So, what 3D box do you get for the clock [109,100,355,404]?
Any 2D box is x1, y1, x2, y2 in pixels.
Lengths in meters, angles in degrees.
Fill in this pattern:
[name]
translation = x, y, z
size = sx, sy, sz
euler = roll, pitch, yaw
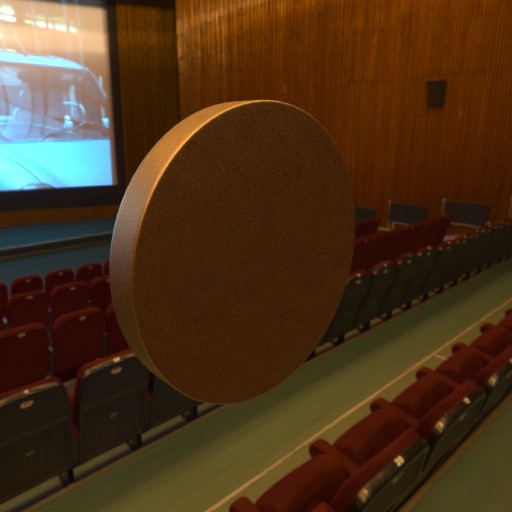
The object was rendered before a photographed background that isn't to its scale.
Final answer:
[clock]
translation = 0.000, 0.000, 0.474
size = 0.314, 0.314, 0.040
euler = -15, 22, -42
